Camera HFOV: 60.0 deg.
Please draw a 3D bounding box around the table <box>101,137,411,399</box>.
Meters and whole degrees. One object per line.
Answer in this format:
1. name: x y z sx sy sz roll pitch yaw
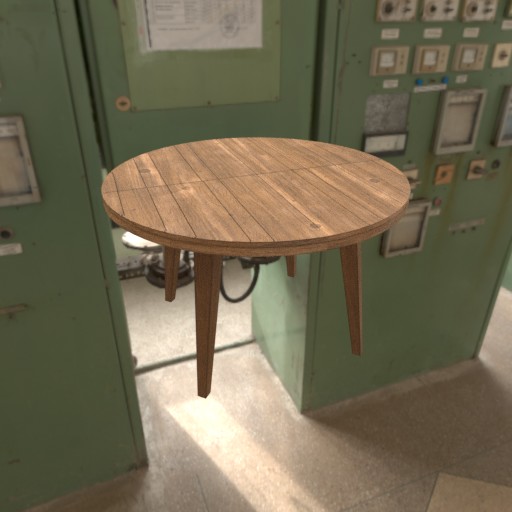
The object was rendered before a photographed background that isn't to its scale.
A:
1. table: 0.000 0.000 2.002 1.213 0.764 1.213 0 29 0
